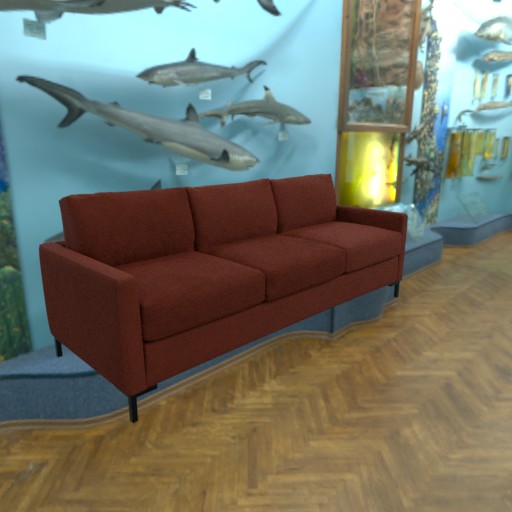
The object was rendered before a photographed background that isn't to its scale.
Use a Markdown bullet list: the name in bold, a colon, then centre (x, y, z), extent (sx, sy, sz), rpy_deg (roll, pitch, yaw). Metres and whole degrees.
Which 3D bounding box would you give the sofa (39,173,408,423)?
- **sofa**: centre (0.000, 0.000, 2.718), extent (2.252, 0.879, 0.875), rpy_deg (-14, 20, -42)
